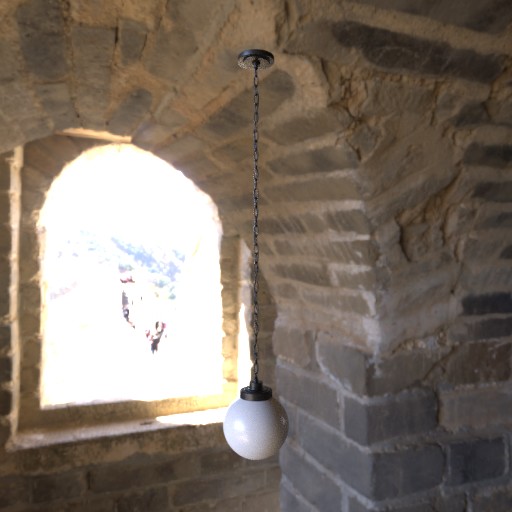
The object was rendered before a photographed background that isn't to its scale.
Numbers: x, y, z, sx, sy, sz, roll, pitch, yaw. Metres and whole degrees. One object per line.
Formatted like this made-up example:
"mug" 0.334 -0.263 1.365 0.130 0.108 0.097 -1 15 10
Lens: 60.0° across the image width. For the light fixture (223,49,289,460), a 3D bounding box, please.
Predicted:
"light fixture" 0.000 0.000 2.074 0.304 1.867 0.305 0 -1 17
